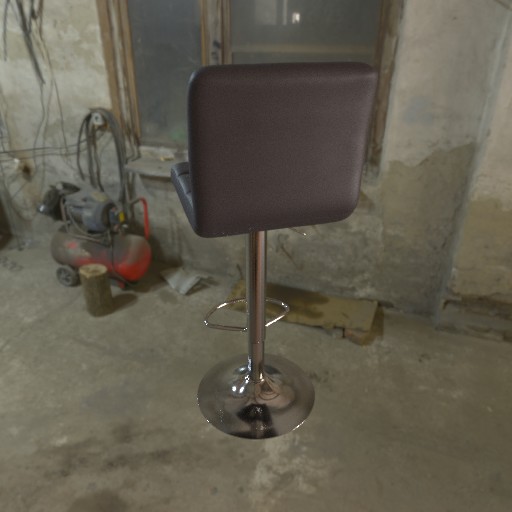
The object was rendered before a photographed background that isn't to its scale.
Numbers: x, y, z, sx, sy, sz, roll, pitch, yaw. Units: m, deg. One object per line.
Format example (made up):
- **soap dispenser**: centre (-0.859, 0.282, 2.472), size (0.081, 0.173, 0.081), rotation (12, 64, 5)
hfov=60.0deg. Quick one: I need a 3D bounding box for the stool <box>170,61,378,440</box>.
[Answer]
- **stool**: centre (0.000, 0.000, 1.355), size (0.430, 1.115, 0.505), rotation (-8, 28, -15)
